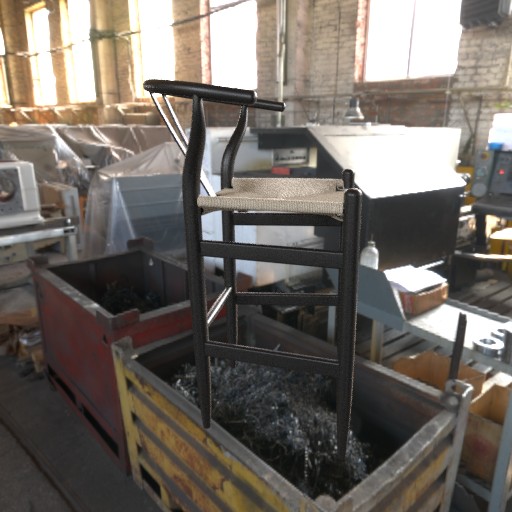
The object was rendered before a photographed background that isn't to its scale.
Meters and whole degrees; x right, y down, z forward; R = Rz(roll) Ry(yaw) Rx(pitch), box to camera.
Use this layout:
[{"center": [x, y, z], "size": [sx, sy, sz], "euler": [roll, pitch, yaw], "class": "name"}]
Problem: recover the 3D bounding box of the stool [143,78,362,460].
[{"center": [0.000, 0.000, 1.314], "size": [0.579, 0.970, 0.569], "euler": [3, 17, 10], "class": "stool"}]
